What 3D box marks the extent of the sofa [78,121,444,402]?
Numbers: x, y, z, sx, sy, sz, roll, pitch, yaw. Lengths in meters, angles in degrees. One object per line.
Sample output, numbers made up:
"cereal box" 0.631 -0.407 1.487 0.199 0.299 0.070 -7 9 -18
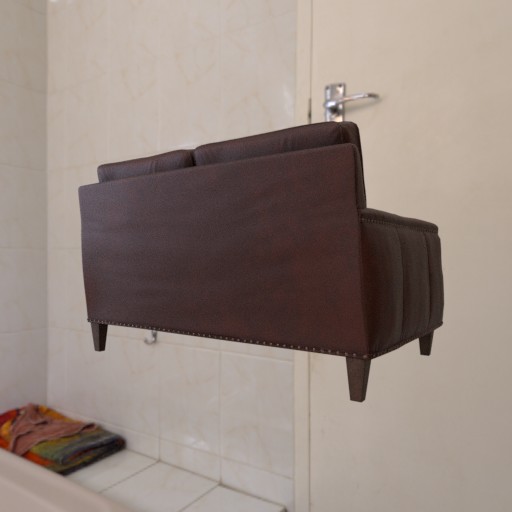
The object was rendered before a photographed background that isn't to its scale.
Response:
"sofa" 0.000 0.000 2.272 1.628 1.003 1.083 0 -1 35
